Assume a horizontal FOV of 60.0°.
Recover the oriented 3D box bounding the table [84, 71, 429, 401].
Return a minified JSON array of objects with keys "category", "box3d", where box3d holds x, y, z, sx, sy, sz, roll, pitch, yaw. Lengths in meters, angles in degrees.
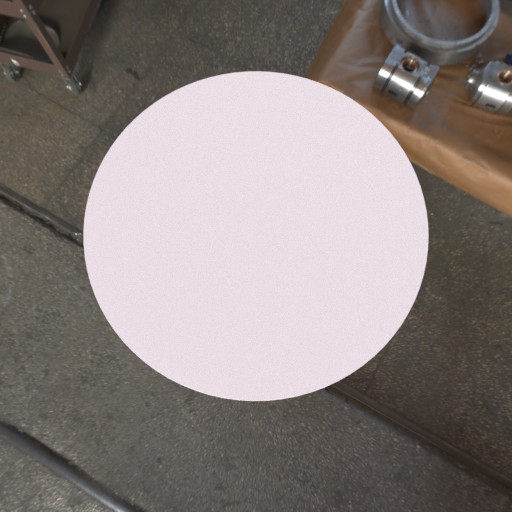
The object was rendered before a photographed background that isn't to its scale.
[{"category":"table","box3d":[0.000,0.000,1.524,0.896,0.762,0.896,0,76,0]}]
